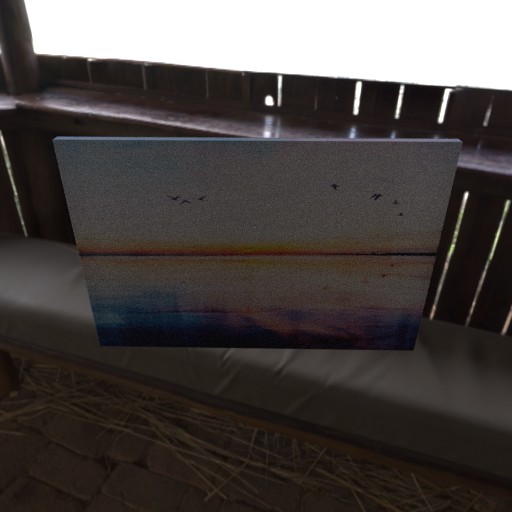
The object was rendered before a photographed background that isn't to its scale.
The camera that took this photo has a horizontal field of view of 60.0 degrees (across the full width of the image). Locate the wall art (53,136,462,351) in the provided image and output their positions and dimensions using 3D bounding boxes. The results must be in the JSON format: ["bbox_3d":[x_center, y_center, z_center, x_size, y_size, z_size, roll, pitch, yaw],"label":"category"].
[{"bbox_3d":[0.000,0.000,1.432,1.137,0.756,0.034,1,30,1],"label":"wall art"}]
